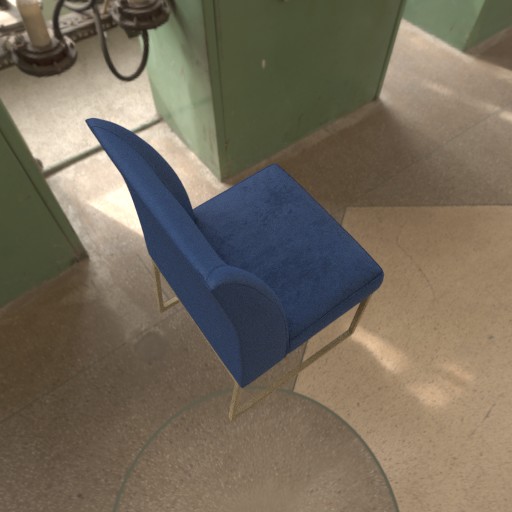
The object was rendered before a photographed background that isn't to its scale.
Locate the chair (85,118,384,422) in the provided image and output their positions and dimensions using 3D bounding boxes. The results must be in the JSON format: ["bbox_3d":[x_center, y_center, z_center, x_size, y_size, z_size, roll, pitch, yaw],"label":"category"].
[{"bbox_3d":[0.000,0.000,1.206,0.522,0.863,0.508,-31,63,-18],"label":"chair"}]
